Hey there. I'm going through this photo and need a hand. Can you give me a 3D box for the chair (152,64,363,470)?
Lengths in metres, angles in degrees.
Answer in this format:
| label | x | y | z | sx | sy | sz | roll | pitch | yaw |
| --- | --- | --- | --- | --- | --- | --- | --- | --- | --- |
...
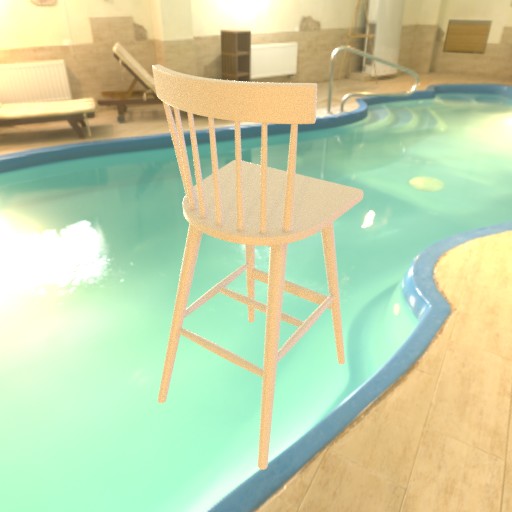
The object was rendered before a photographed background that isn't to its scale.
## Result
| label | x | y | z | sx | sy | sz | roll | pitch | yaw |
| --- | --- | --- | --- | --- | --- | --- | --- | --- | --- |
| chair | 0.000 | 0.000 | 1.378 | 0.483 | 1.092 | 0.572 | 20 | 37 | 30 |
